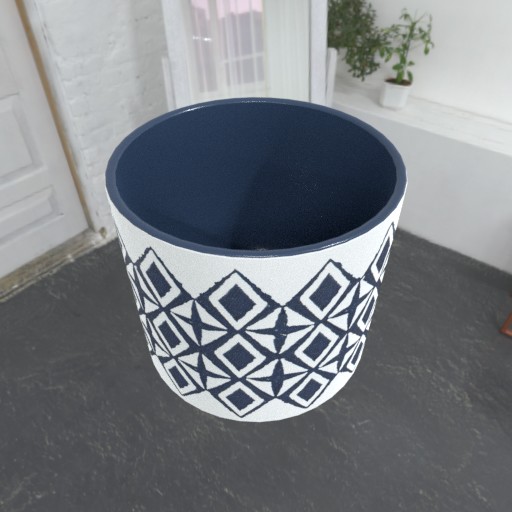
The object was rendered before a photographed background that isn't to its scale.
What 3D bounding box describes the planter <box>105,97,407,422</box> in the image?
[{"bbox_3d":[0.000,0.000,0.327,0.182,0.165,0.182,0,43,0],"label":"planter"}]
